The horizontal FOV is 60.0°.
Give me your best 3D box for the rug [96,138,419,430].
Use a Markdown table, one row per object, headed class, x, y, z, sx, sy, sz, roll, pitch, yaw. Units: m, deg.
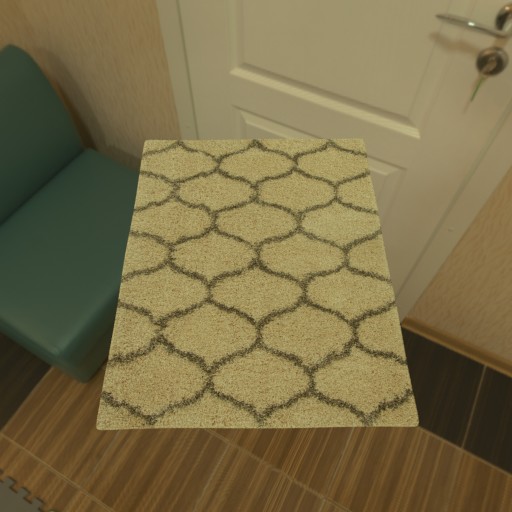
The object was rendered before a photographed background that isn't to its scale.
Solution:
| class | x | y | z | sx | sy | sz | roll | pitch | yaw |
| --- | --- | --- | --- | --- | --- | --- | --- | --- | --- |
| rug | 0.000 | 0.000 | 4.067 | 2.399 | 0.026 | 3.000 | 0 | 58 | 0 |
